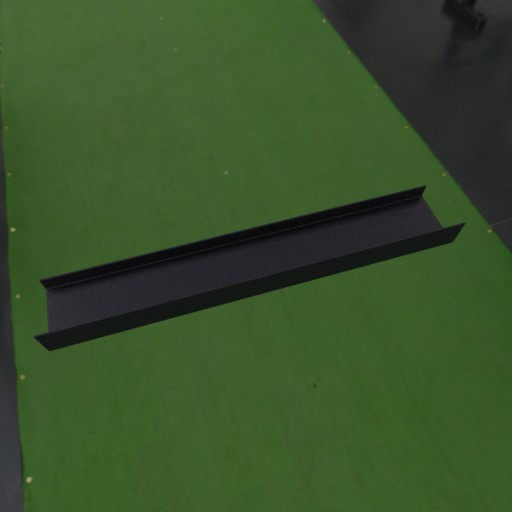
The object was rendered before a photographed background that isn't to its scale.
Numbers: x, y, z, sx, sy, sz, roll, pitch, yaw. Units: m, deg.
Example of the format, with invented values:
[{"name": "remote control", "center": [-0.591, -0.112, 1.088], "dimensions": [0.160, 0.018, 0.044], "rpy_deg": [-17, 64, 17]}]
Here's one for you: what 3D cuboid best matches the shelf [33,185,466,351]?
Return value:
[{"name": "shelf", "center": [0.000, 0.000, 0.642], "dimensions": [0.605, 0.053, 0.102], "rpy_deg": [-14, 58, -9]}]
